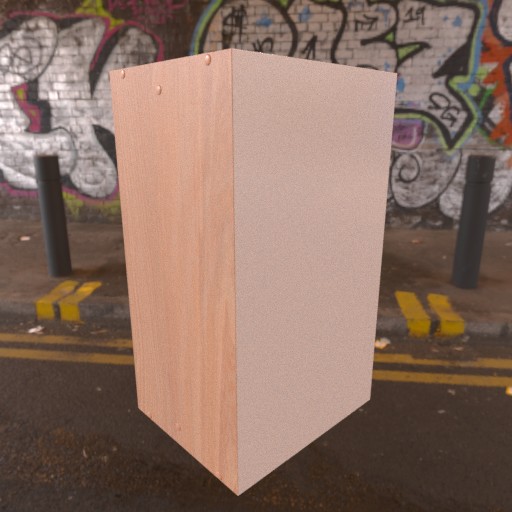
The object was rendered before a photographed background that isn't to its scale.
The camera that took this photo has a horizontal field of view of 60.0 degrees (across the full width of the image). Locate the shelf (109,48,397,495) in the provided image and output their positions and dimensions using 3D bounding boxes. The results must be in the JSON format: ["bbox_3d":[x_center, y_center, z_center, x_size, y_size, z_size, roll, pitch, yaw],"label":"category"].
[{"bbox_3d":[0.000,0.000,0.779,0.350,0.600,0.290,-15,22,-41],"label":"shelf"}]
